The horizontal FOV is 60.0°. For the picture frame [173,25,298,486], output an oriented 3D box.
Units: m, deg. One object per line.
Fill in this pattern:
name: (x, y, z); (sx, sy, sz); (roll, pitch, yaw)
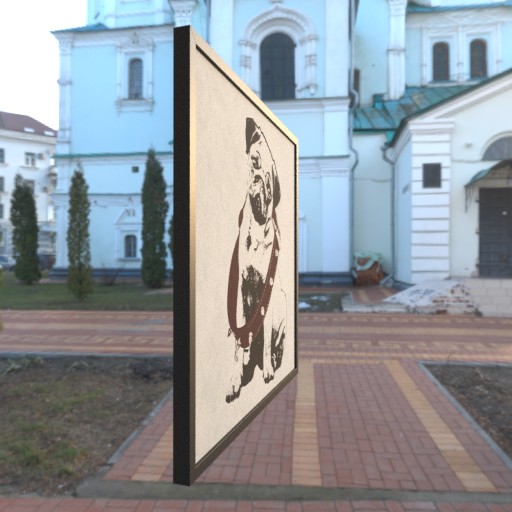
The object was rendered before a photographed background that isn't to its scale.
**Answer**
picture frame: (0.000, 0.000, 1.114); (0.032, 0.775, 0.775); (0, 0, 19)
